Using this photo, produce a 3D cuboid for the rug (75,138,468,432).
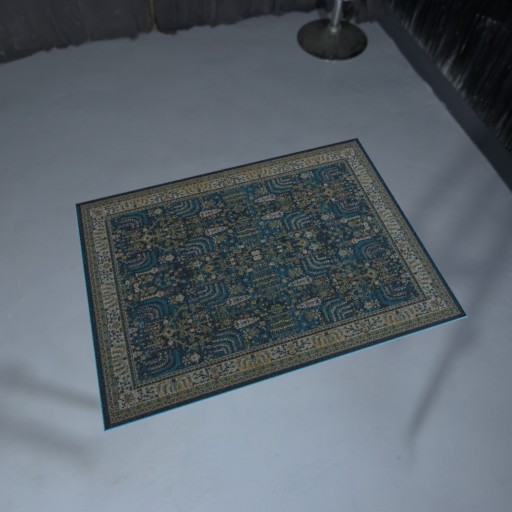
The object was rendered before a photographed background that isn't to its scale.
[{"bbox_3d":[0.000,0.000,4.052,3.044,0.015,2.226,-15,59,-9],"label":"rug"}]
